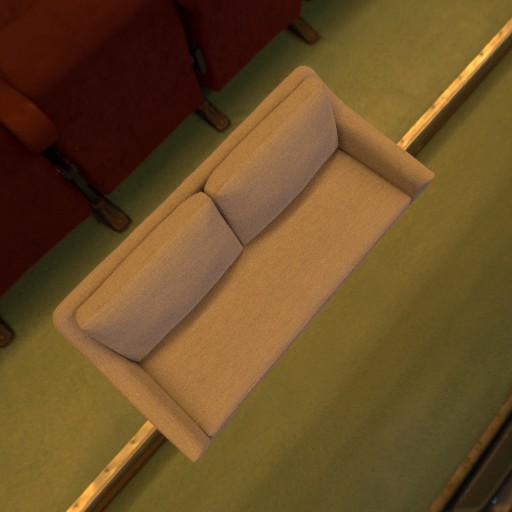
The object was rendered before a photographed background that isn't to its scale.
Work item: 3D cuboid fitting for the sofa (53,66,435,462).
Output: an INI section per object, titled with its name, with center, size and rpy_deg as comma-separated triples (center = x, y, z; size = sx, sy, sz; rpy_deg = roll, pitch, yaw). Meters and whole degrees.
[sofa]
center = 0.000, 0.000, 2.558
size = 0.980, 0.913, 2.036
rpy_deg = 40, 78, 10
